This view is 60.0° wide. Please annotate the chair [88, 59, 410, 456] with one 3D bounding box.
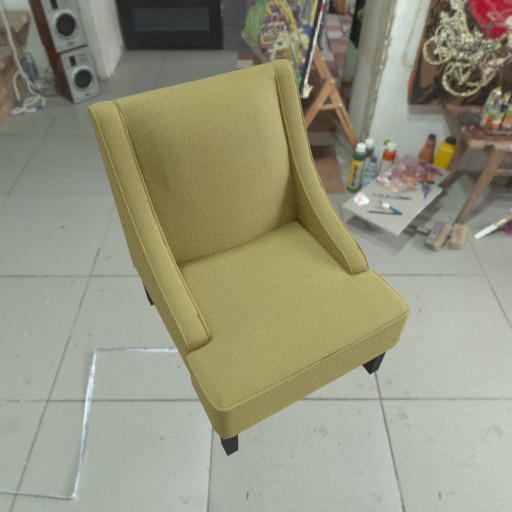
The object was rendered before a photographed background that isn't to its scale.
[{"bbox_3d":[0.000,0.000,1.468,0.696,0.896,0.814,-22,50,-20],"label":"chair"}]
